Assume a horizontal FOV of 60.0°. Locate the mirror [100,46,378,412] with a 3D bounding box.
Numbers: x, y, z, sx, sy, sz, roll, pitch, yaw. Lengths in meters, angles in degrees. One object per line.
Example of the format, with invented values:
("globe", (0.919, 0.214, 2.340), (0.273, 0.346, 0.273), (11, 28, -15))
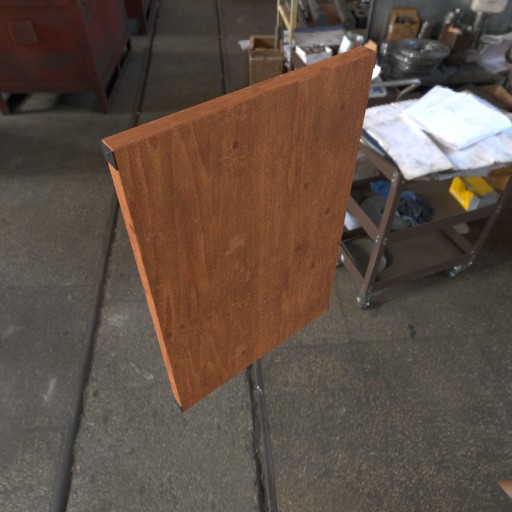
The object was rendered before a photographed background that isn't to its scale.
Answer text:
("mirror", (0.000, 0.000, 0.966), (0.517, 0.761, 0.053), (-30, 53, -26))
